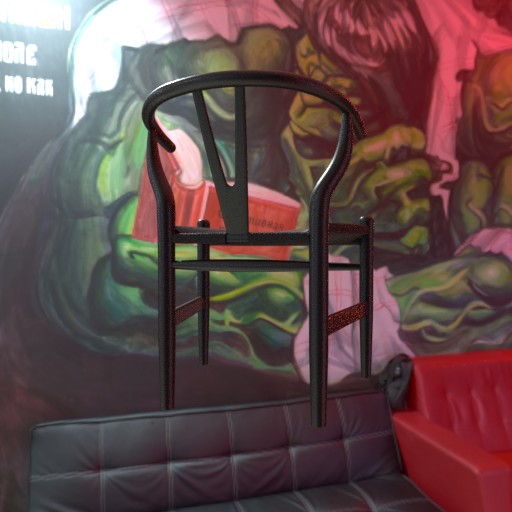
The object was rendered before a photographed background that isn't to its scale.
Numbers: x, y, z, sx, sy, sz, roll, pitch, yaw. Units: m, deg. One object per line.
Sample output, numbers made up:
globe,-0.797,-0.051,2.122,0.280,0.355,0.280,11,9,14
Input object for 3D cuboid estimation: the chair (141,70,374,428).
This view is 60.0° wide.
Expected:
chair,0.000,0.000,1.140,0.569,0.730,0.579,0,1,17
